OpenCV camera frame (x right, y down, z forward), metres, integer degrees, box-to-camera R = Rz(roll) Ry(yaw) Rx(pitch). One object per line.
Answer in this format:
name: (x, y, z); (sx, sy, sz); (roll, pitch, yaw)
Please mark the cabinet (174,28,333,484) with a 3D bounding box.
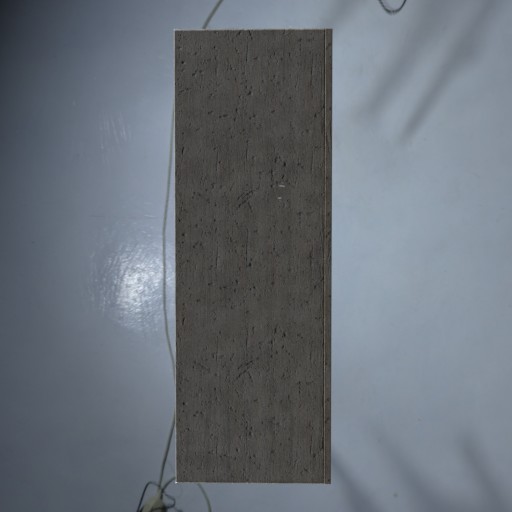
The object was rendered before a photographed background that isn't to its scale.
cabinet: (0.000, 0.000, 1.834); (0.511, 0.825, 1.460); (0, 91, 1)
